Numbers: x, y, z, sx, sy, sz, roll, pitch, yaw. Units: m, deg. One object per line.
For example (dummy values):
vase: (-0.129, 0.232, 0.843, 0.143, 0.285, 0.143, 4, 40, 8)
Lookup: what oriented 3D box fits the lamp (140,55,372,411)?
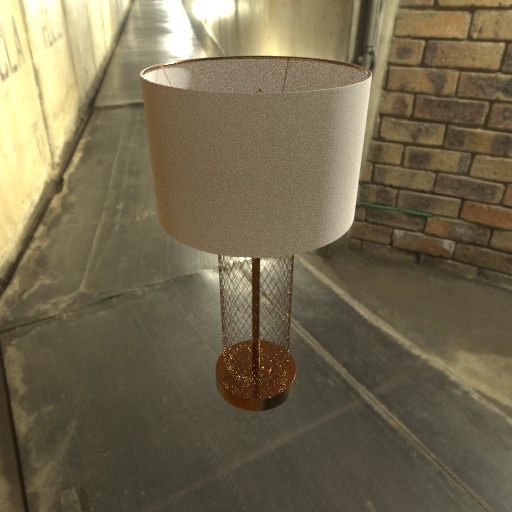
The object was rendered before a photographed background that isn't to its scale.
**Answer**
lamp: (0.000, 0.000, 0.618, 0.252, 0.483, 0.252, 11, 33, 18)
